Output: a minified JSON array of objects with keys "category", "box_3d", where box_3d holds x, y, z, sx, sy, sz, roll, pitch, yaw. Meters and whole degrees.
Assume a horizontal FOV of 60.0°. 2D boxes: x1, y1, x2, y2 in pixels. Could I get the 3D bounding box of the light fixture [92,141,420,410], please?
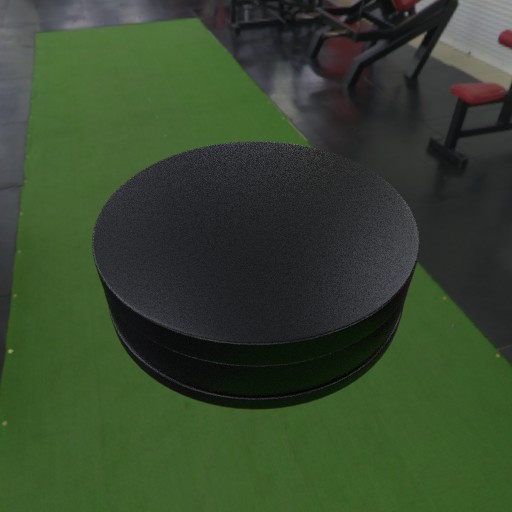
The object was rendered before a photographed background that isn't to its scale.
[{"category":"light fixture","box_3d":[0.000,0.000,0.424,0.283,0.097,0.283,0,42,0]}]
